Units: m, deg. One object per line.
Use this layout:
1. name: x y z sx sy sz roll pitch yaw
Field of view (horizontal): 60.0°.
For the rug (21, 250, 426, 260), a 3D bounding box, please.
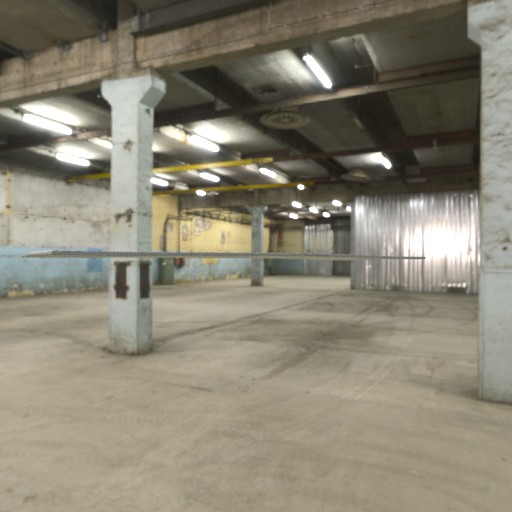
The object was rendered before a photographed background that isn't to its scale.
1. rug: 0.000 0.000 2.566 2.341 0.037 0.675 1 -1 -36
